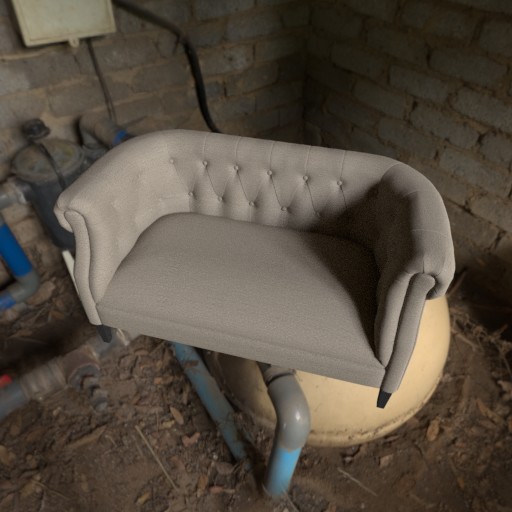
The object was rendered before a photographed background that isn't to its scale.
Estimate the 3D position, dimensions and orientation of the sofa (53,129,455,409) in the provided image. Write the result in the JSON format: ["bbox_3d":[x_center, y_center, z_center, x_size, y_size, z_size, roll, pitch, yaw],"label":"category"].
[{"bbox_3d":[0.000,0.000,2.073,1.558,0.827,0.835,10,44,11],"label":"sofa"}]
